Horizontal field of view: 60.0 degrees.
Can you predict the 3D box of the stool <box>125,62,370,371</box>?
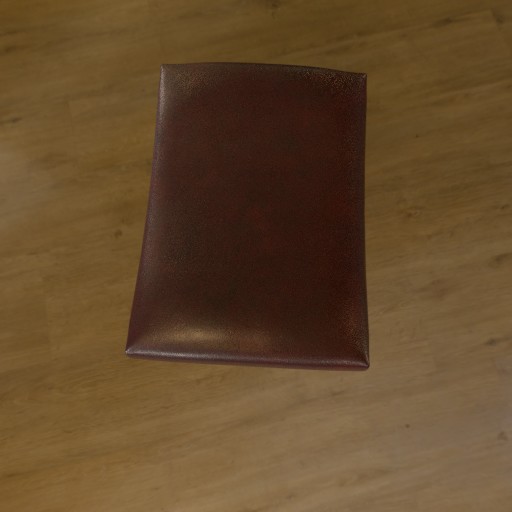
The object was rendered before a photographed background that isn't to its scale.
[{"bbox_3d":[0.000,0.000,1.030,0.372,0.742,0.504,3,75,1],"label":"stool"}]
